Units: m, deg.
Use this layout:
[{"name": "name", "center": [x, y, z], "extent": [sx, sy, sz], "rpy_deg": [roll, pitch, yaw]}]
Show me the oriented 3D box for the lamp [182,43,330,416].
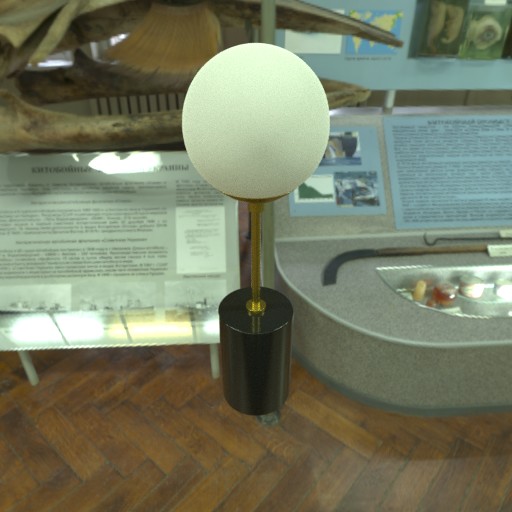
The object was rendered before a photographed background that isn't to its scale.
[{"name": "lamp", "center": [0.000, 0.000, 0.552], "extent": [0.153, 0.480, 0.153], "rpy_deg": [0, 32, 0]}]
